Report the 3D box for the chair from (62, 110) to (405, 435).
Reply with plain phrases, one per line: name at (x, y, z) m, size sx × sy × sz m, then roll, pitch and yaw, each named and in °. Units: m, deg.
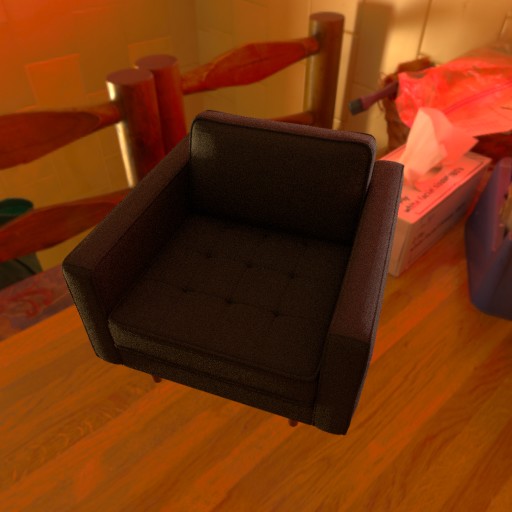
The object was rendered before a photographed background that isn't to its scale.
chair at (0.000, 0.000, 1.586) m, size 0.899 × 0.770 × 0.919 m, roll 13°, pitch 44°, yaw 14°
